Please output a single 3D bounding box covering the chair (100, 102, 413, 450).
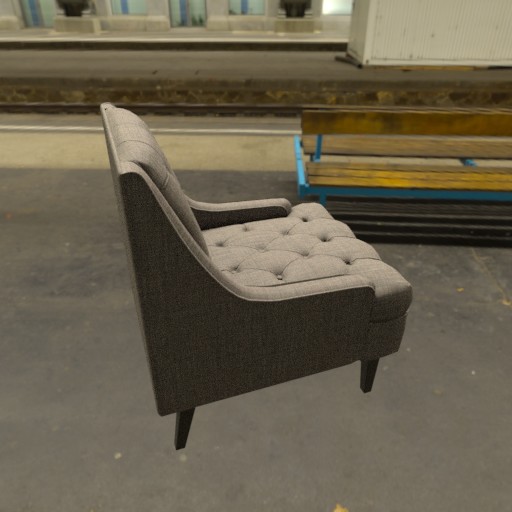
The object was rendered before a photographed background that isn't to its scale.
[{"bbox_3d":[0.000,0.000,1.406,0.771,0.891,0.655,-10,33,-17],"label":"chair"}]
